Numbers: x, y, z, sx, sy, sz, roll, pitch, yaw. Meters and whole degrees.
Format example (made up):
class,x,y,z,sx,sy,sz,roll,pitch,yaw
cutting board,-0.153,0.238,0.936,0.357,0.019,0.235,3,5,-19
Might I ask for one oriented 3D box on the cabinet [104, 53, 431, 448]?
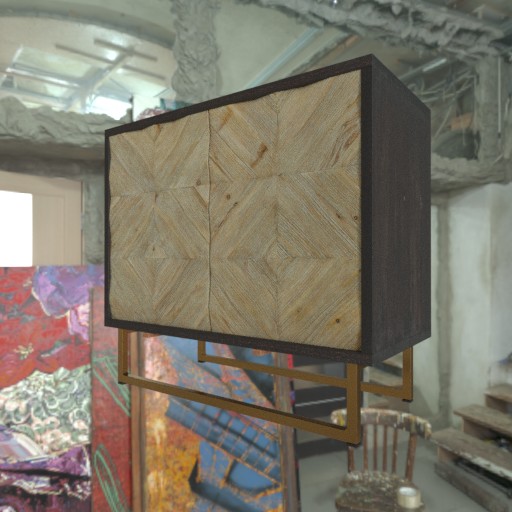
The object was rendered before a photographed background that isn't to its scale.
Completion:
class,x,y,z,sx,sy,sz,roll,pitch,yaw
cabinet,0.000,0.000,1.406,0.950,0.860,0.451,0,0,36
